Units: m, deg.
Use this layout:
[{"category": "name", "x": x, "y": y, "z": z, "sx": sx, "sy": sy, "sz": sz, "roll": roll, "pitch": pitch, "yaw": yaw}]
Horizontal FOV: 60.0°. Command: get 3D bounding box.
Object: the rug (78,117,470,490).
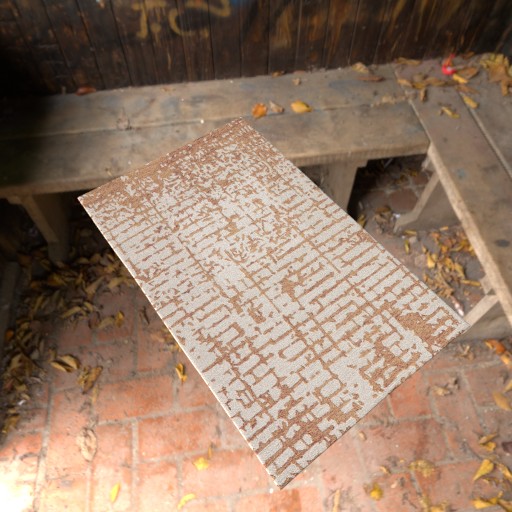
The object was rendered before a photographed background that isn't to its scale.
[{"category": "rug", "x": 0.000, "y": 0.000, "z": 3.042, "sx": 1.517, "sy": 0.011, "sz": 2.435, "roll": -32, "pitch": 63, "yaw": -19}]
